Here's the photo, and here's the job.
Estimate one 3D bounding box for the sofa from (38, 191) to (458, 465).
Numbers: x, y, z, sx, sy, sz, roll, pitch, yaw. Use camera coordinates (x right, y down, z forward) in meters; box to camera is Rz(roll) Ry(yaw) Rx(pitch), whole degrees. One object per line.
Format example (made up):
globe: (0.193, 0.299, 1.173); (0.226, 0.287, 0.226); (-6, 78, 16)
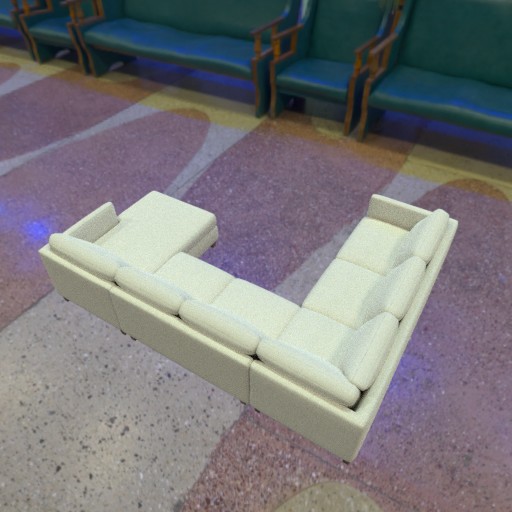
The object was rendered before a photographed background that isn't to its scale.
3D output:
sofa: (0.000, 0.000, 4.432); (3.238, 0.853, 2.551); (23, 49, 22)
